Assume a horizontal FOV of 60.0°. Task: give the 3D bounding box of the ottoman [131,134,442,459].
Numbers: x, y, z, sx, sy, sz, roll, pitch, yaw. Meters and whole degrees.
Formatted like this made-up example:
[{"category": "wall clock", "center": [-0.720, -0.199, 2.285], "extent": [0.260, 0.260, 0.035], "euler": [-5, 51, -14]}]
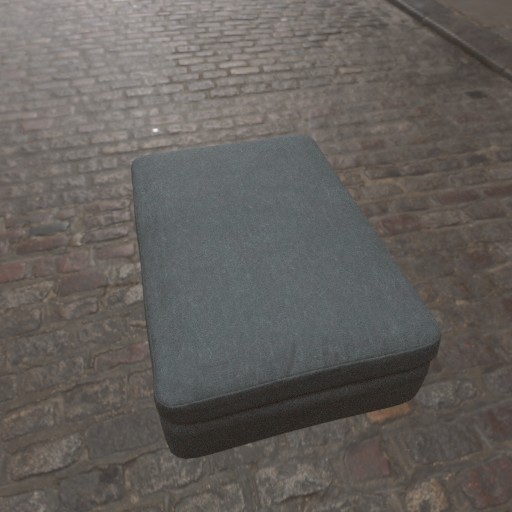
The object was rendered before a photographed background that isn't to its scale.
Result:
[{"category": "ottoman", "center": [0.000, 0.000, 1.657], "extent": [0.840, 0.429, 1.199], "euler": [-10, 46, -10]}]
